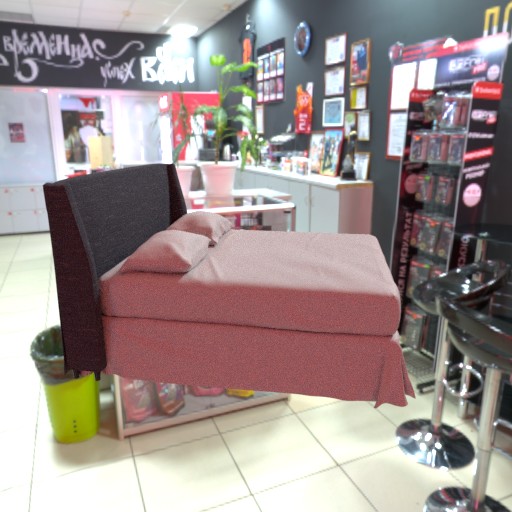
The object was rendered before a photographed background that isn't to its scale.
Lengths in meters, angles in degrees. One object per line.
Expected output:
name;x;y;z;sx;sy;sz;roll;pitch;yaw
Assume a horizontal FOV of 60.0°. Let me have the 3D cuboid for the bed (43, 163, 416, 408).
bed;0.000;0.000;3.508;2.276;1.332;1.925;3;16;10
